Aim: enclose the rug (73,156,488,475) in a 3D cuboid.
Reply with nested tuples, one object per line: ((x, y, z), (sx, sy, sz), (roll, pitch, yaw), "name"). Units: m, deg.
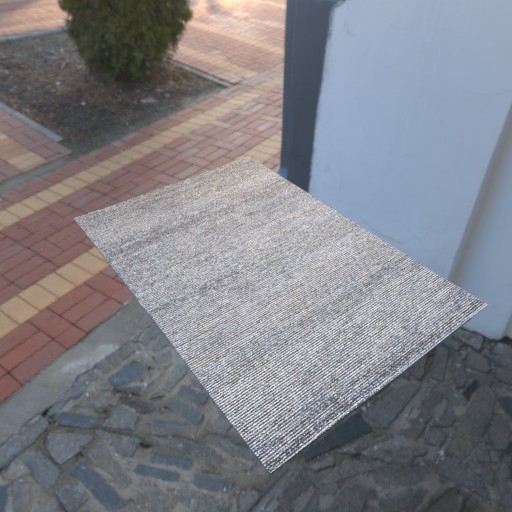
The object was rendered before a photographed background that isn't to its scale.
((0.000, 0.000, 2.925), (1.624, 0.030, 2.349), (-26, 46, -28), "rug")
